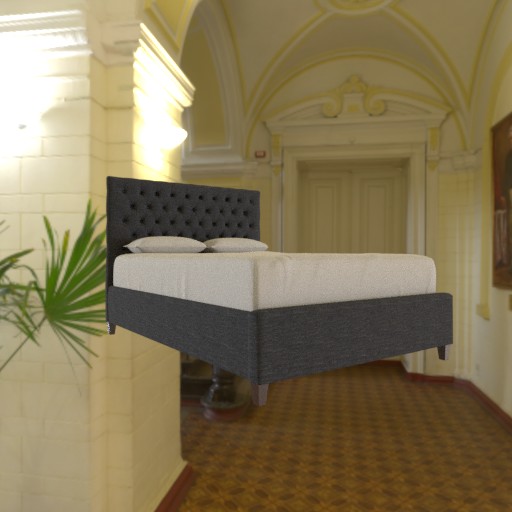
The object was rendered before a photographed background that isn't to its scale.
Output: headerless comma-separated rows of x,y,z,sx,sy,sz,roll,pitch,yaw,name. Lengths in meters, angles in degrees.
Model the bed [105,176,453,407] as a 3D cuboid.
0.000,0.000,3.542,1.698,1.427,2.387,0,1,-35,bed
